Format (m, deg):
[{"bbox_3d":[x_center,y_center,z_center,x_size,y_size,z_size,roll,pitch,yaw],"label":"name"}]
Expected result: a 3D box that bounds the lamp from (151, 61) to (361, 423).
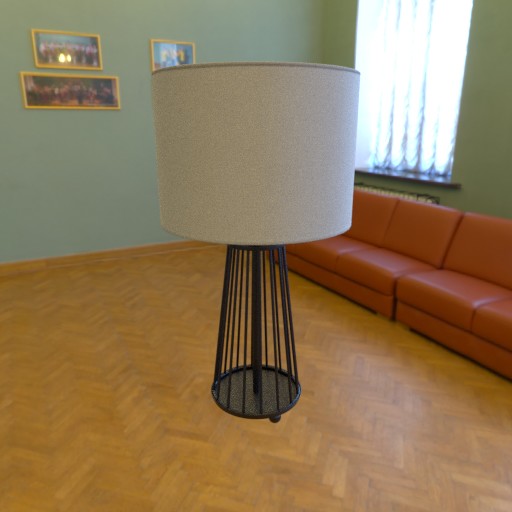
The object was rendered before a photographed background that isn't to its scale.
[{"bbox_3d":[0.000,0.000,0.782,0.322,0.593,0.322,-9,19,-28],"label":"lamp"}]
